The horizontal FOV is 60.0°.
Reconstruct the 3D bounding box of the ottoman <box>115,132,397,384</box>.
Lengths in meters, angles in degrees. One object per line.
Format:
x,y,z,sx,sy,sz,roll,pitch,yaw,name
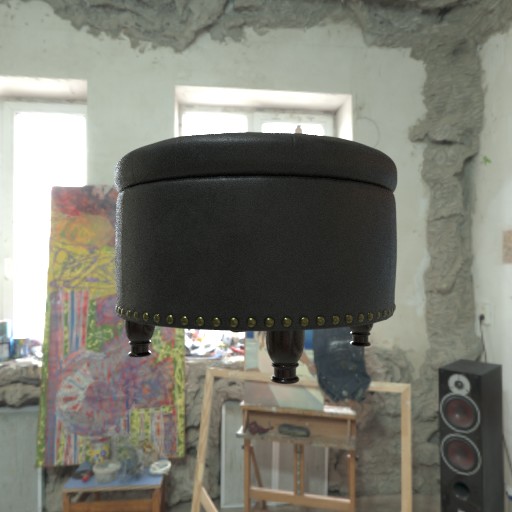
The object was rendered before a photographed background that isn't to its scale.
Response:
0.000,0.000,1.047,0.637,0.442,0.637,0,0,0,ottoman
